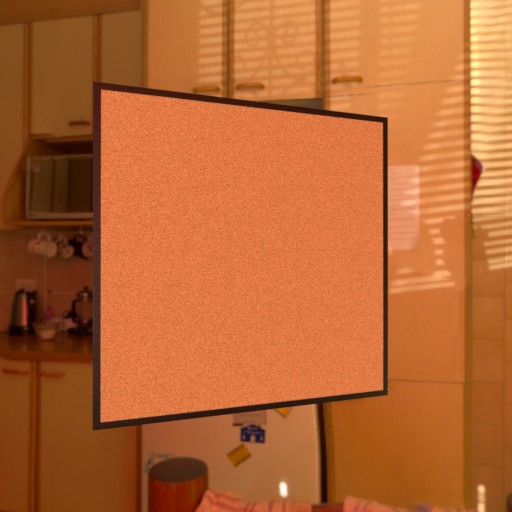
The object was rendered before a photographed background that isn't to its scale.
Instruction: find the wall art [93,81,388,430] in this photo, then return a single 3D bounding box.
[{"bbox_3d":[0.000,0.000,0.662,0.457,0.458,0.012,0,0,-19],"label":"wall art"}]
